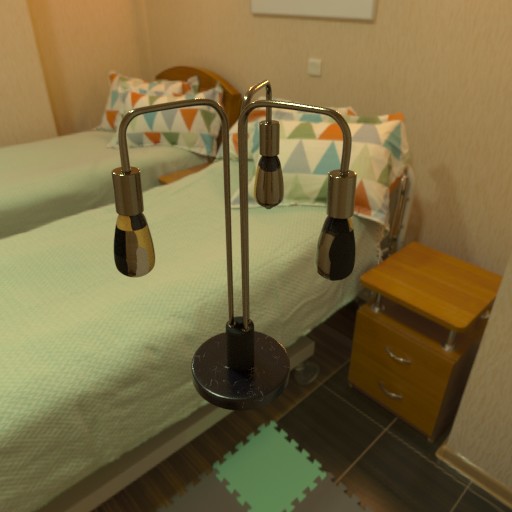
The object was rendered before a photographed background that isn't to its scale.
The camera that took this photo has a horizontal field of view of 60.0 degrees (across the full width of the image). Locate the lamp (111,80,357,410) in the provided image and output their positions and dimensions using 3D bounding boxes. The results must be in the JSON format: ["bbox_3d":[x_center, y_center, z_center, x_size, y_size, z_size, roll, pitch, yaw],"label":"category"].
[{"bbox_3d":[0.000,0.000,0.801,0.355,0.560,0.368,9,32,15],"label":"lamp"}]
